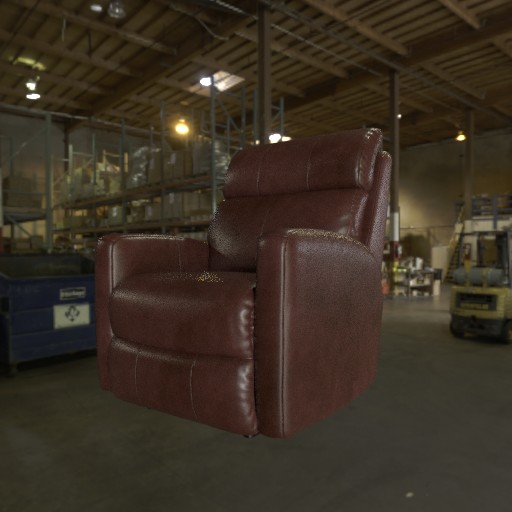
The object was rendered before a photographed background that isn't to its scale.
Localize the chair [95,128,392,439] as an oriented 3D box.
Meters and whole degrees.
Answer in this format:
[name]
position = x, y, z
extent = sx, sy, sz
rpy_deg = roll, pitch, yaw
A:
[chair]
position = 0.000, 0.000, 1.636
extent = 0.787, 1.016, 0.939
rpy_deg = 0, 1, 35
